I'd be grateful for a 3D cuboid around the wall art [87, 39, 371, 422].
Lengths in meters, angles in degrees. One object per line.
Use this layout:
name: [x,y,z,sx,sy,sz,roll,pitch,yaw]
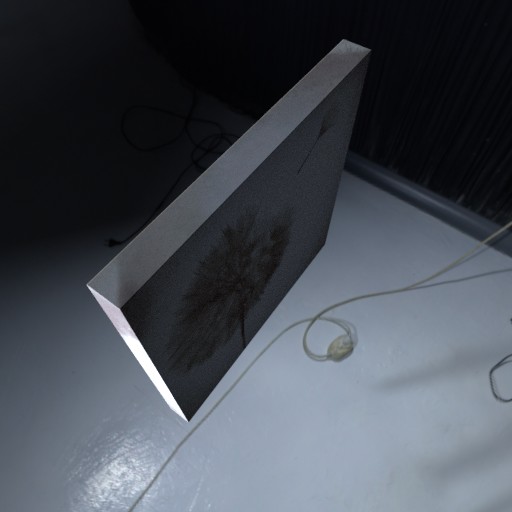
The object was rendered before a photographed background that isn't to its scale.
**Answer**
wall art: [0.000,0.000,0.450,0.028,0.303,0.303,31,63,18]
